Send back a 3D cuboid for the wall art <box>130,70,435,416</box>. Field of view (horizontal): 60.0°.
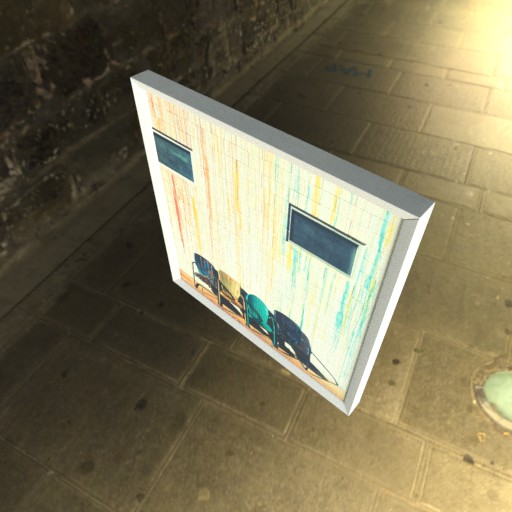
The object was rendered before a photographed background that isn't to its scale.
[{"bbox_3d":[0.000,0.000,0.789,0.508,0.508,0.037,33,55,27],"label":"wall art"}]
